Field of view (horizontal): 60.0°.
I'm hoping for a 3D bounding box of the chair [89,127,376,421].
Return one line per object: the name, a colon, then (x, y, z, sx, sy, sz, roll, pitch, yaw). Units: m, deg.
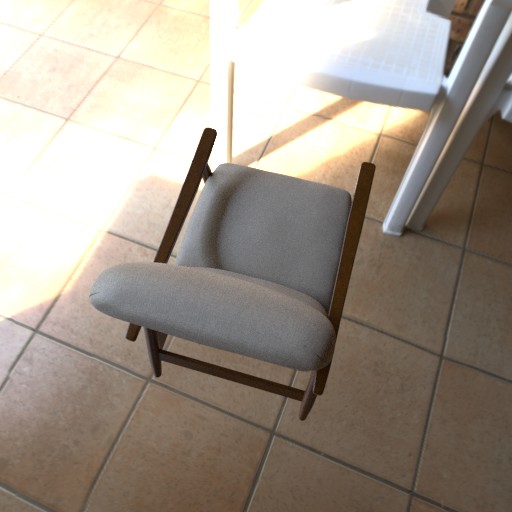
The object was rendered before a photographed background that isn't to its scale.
chair: (0.000, 0.000, 1.768, 0.762, 1.082, 1.030, 14, 64, 7)
